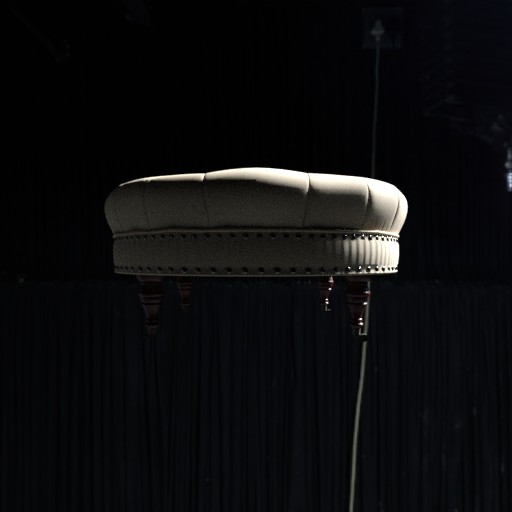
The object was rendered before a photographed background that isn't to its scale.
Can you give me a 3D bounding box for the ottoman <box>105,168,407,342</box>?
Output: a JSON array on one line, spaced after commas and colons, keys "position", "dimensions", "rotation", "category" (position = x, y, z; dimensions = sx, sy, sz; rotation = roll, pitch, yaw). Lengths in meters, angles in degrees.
[{"position": [0.000, 0.000, 1.390], "dimensions": [0.901, 0.439, 0.901], "rotation": [0, 0, 0], "category": "ottoman"}]
